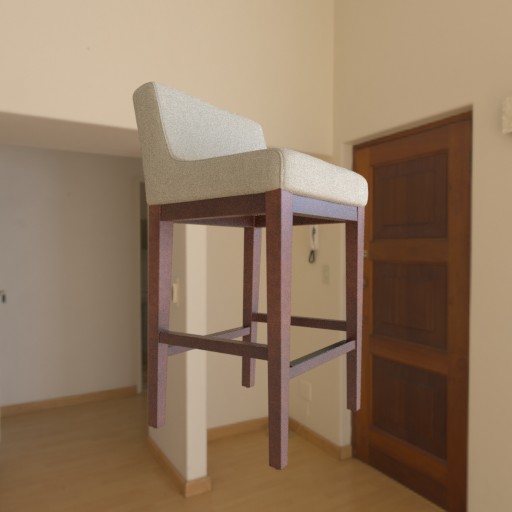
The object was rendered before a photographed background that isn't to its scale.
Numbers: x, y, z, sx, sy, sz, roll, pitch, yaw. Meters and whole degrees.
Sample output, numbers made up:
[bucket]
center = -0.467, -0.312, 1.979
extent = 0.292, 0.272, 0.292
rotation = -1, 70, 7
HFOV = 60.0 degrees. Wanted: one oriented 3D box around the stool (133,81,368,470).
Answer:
[stool]
center = 0.000, 0.000, 1.276
extent = 0.500, 0.937, 0.511
rotation = 1, 1, 35
